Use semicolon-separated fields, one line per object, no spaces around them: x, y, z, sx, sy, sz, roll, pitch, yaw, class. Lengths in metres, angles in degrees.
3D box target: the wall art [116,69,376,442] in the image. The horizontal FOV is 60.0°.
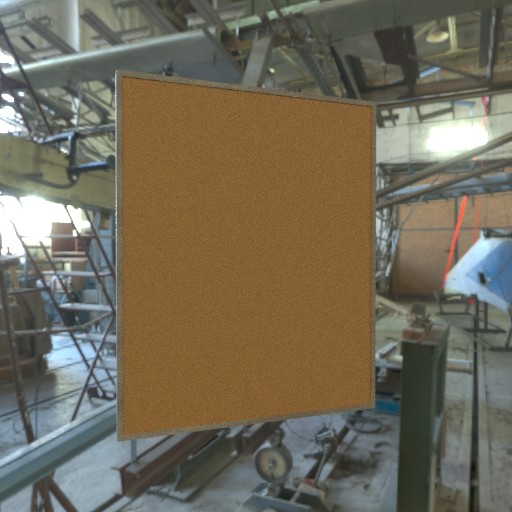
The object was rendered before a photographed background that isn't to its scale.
0.000;0.000;0.701;0.421;0.521;0.032;0;1;-19;wall art
